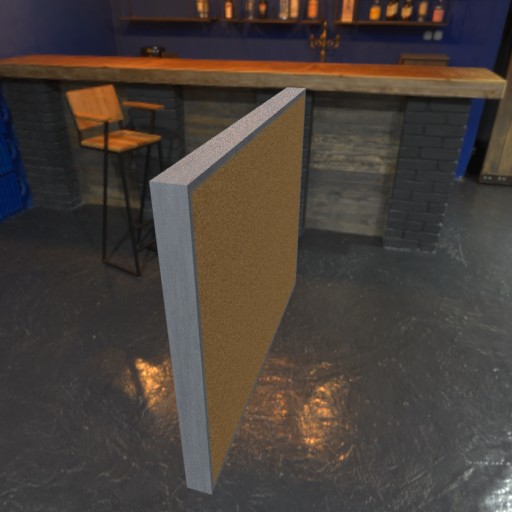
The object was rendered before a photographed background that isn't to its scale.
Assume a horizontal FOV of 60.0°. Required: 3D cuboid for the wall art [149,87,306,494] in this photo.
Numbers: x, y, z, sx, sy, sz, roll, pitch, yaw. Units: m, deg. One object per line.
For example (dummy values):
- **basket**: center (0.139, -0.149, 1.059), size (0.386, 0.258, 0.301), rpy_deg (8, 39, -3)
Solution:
- **wall art**: center (0.000, 0.000, 0.740), size (0.037, 0.450, 0.557), rpy_deg (8, 30, 14)
